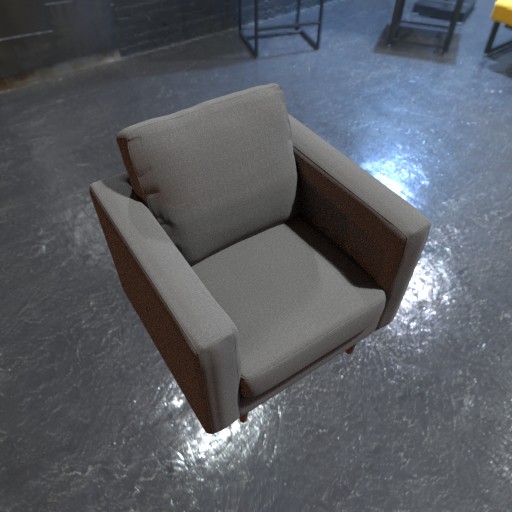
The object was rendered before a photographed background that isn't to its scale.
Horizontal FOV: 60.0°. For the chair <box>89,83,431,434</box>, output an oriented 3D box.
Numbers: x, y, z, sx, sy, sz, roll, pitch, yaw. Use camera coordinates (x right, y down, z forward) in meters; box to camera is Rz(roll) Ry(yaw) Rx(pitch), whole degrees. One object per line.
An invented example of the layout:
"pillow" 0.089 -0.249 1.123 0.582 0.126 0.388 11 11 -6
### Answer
"chair" 0.000 0.000 1.594 0.854 0.927 0.800 -26 52 -22
